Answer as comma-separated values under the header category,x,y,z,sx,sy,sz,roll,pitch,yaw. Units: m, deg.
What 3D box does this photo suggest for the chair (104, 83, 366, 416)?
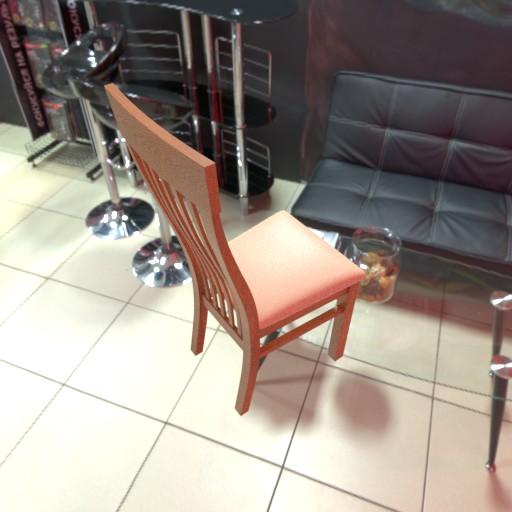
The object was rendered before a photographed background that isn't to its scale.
category,x,y,z,sx,sy,sz,roll,pitch,yaw
chair,0.000,0.000,1.377,0.580,1.050,0.450,-26,49,-26
